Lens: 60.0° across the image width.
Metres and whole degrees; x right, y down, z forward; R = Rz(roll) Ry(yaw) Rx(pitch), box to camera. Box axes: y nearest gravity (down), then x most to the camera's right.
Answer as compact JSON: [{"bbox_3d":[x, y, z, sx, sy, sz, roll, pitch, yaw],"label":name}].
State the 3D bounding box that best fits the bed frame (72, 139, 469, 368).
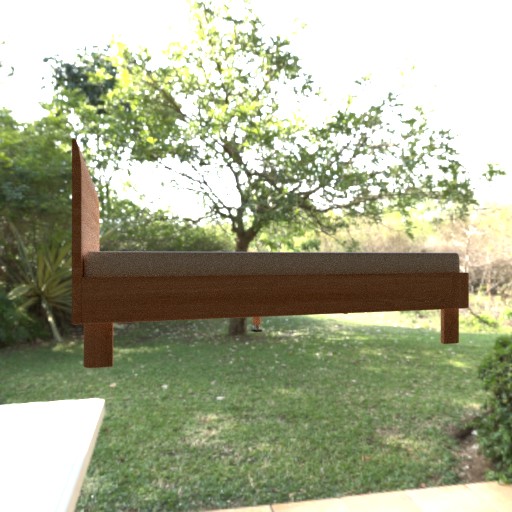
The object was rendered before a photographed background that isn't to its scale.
[{"bbox_3d":[0.000,0.000,2.773,1.992,0.940,1.472,0,0,-17],"label":"bed frame"}]
